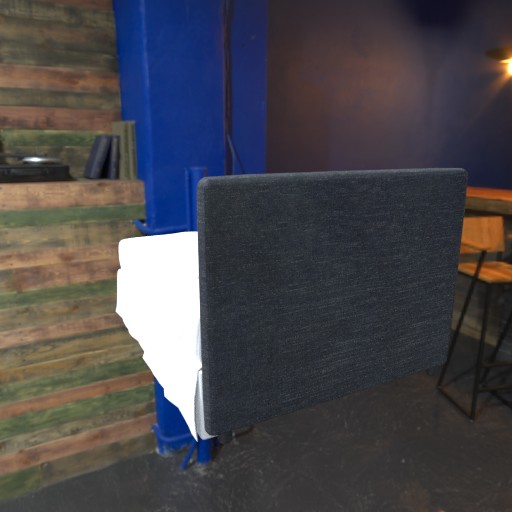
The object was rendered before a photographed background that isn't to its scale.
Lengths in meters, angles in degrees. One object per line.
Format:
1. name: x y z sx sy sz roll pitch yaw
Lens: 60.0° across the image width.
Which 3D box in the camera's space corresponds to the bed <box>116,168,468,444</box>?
1. bed: 0.000 0.000 3.251 1.723 1.330 2.142 -7 16 -26
